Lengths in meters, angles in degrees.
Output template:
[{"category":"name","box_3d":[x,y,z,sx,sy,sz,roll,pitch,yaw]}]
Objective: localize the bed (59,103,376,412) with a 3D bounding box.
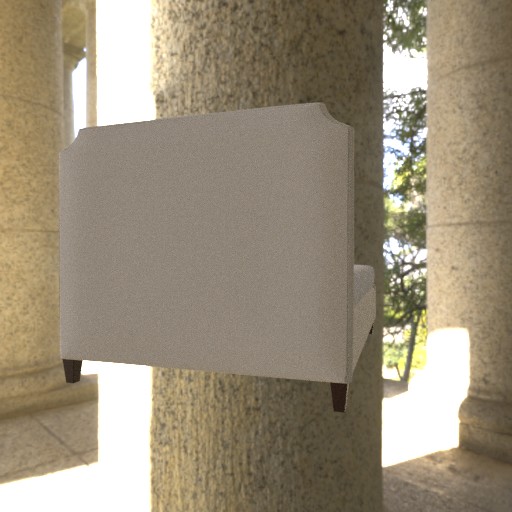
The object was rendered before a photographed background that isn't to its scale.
[{"category":"bed","box_3d":[0.000,0.000,3.441,1.712,1.497,2.372,0,0,18]}]
